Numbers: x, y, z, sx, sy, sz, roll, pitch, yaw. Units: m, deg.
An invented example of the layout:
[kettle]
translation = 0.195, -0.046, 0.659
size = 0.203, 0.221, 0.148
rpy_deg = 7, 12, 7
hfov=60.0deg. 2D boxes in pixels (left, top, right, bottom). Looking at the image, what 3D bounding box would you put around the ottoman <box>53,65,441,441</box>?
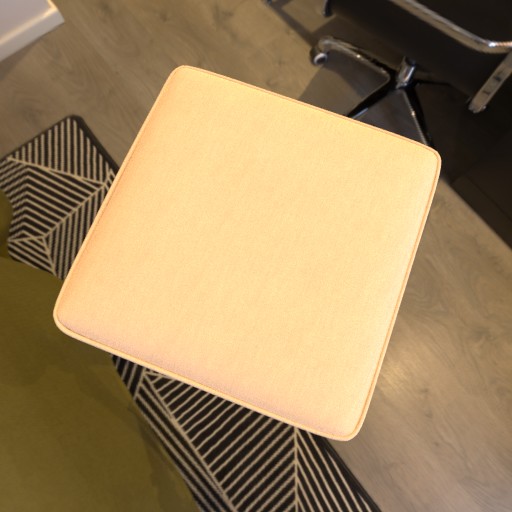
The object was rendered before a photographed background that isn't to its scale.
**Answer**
[ottoman]
translation = 0.000, 0.000, 1.029
size = 0.613, 0.438, 0.616
rpy_deg = 21, 77, 5
